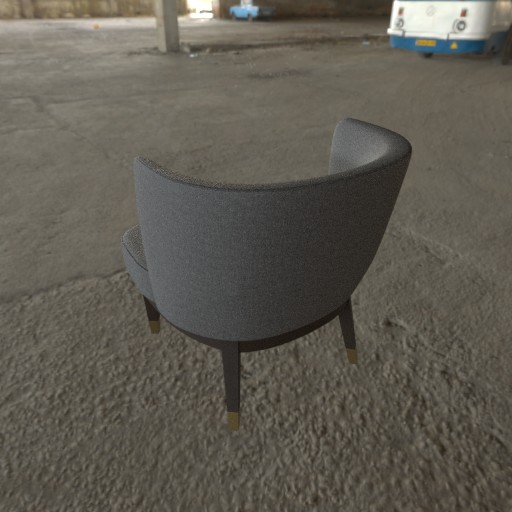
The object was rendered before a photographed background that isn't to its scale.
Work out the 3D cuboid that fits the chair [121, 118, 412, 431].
[{"bbox_3d":[0.000,0.000,1.259,0.639,0.695,0.698,-19,36,-29],"label":"chair"}]
